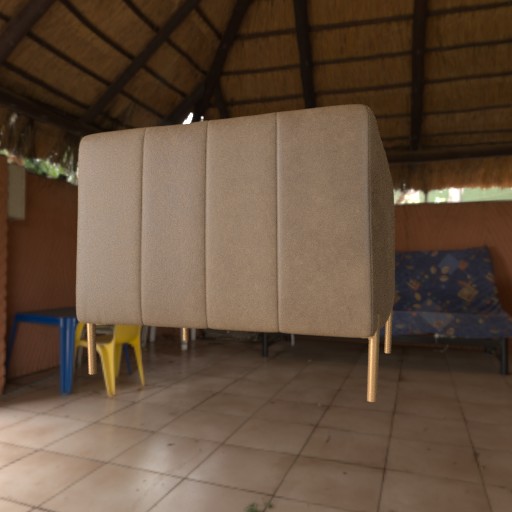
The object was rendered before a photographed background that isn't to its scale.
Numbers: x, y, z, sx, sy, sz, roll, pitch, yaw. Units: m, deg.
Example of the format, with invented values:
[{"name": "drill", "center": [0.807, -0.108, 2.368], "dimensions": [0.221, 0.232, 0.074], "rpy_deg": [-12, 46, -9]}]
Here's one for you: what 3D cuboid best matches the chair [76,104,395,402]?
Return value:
[{"name": "chair", "center": [0.000, 0.000, 1.650], "dimensions": [0.981, 0.779, 0.876], "rpy_deg": [0, -1, 19]}]
